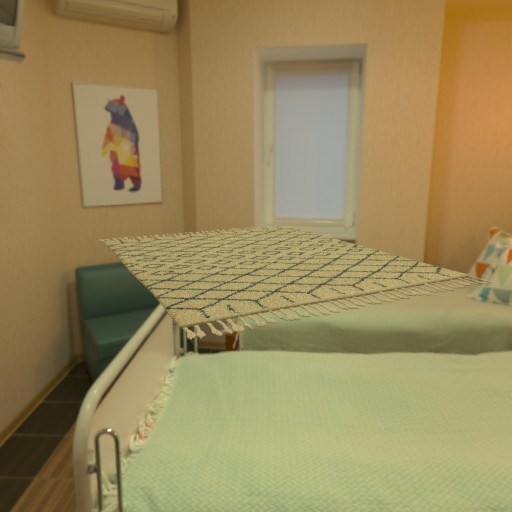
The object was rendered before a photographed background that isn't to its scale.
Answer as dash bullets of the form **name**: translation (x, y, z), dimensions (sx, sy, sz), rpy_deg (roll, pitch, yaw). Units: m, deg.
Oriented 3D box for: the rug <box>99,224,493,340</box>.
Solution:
- **rug**: translation (0.000, 0.000, 4.190), dimensions (2.388, 0.030, 3.213), rpy_deg (-6, 14, -26)
